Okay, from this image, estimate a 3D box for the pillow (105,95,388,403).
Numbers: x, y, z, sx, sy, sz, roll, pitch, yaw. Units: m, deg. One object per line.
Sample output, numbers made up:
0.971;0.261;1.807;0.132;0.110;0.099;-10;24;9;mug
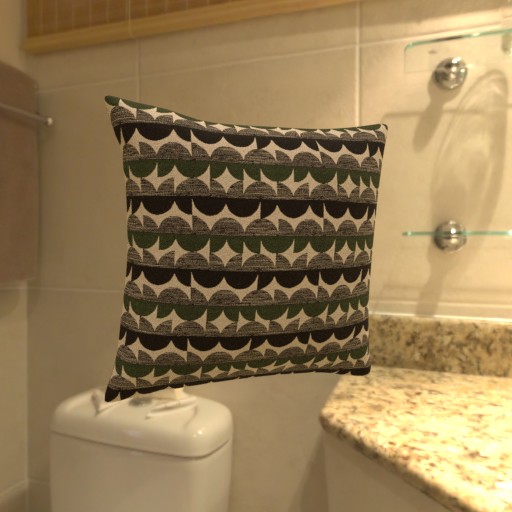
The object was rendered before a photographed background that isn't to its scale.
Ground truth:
0.000;0.000;0.644;0.419;0.404;0.180;0;1;-18;pillow
